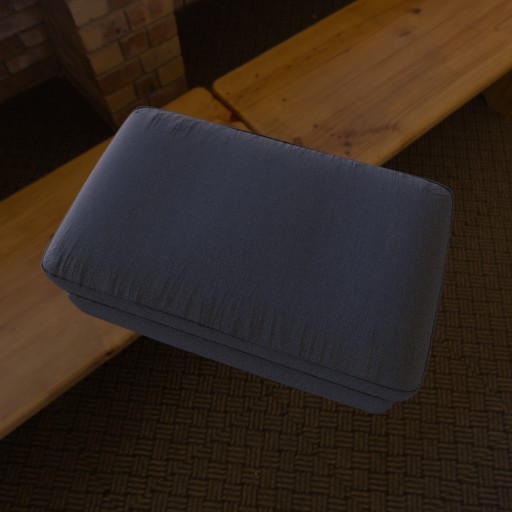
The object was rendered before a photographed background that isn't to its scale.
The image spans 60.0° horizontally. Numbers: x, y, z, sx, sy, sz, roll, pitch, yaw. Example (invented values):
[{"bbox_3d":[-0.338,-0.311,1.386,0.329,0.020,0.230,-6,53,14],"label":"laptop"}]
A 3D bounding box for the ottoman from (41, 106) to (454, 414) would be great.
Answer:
[{"bbox_3d":[0.000,0.000,1.203,0.885,0.438,0.570,17,65,8],"label":"ottoman"}]
